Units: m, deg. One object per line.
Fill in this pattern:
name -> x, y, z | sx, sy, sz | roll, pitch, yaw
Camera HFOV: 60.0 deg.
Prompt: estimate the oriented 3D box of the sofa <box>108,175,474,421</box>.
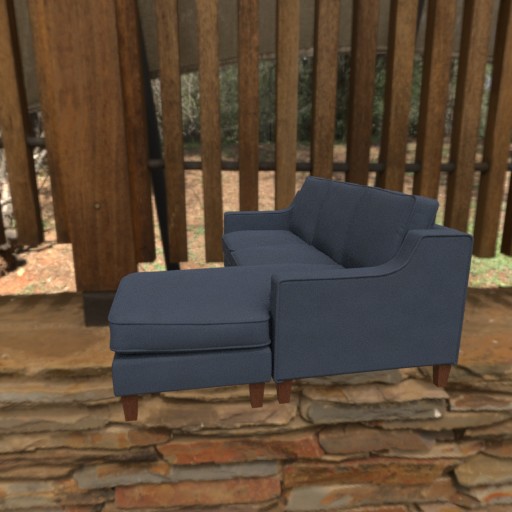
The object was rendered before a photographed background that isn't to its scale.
sofa -> 0.000, 0.000, 3.255 | 1.858, 1.066, 2.317 | -3, 14, -10
